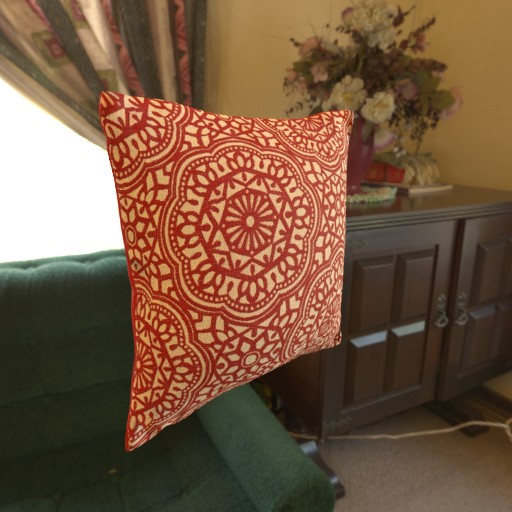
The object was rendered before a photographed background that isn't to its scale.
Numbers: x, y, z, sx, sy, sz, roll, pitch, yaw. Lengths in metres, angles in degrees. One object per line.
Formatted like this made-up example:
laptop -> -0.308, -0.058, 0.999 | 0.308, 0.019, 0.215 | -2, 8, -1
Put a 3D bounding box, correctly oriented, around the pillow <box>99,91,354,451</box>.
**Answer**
pillow -> 0.000, 0.000, 0.637 | 0.438, 0.419, 0.162 | -14, 20, -42
